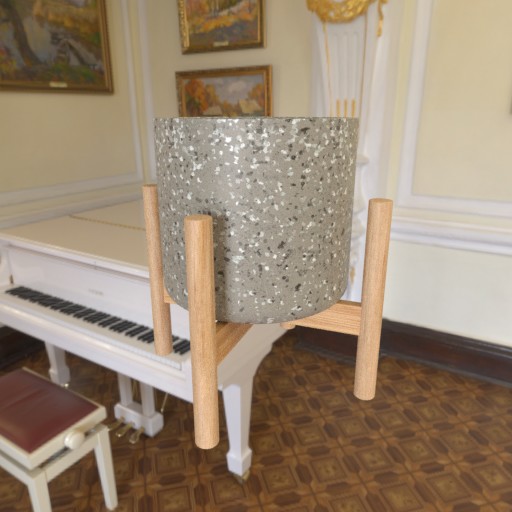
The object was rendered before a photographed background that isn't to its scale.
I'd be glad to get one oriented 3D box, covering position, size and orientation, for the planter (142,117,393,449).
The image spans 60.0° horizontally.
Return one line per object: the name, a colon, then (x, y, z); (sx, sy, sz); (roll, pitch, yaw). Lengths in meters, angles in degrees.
planter: (0.000, 0.000, 0.537); (0.284, 0.320, 0.284); (16, 24, 41)
